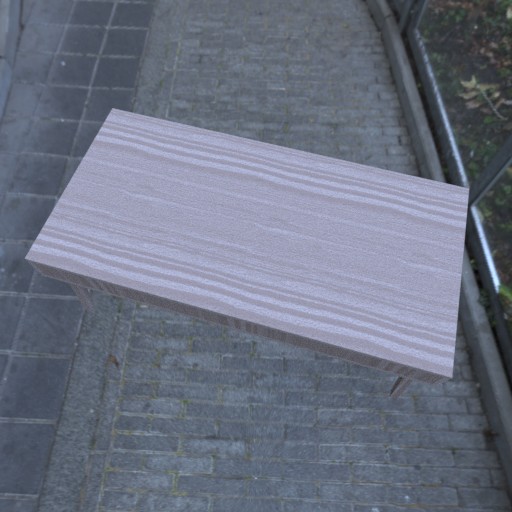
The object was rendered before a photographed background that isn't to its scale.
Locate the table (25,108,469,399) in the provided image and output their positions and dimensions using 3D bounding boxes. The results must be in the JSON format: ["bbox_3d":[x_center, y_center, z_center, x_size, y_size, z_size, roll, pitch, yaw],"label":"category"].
[{"bbox_3d":[0.000,0.000,1.517,1.200,0.450,0.600,15,64,7],"label":"table"}]
